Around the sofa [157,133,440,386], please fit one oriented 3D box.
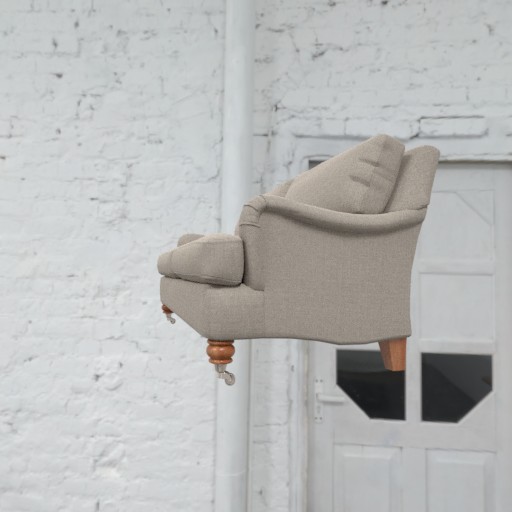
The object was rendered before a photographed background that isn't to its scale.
[{"bbox_3d":[0.000,0.000,2.789,1.087,1.054,2.160,0,-2,-17],"label":"sofa"}]
